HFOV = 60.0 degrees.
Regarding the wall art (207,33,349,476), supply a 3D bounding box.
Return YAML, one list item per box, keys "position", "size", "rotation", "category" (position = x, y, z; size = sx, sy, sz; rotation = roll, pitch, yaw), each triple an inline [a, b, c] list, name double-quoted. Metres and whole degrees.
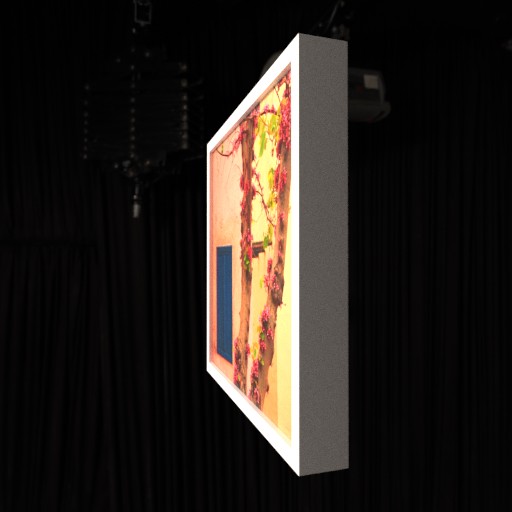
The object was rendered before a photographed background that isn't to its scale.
- position: [0.000, 0.000, 0.452]
  size: [0.038, 0.302, 0.305]
  rotation: [0, -1, -18]
  category: "wall art"
